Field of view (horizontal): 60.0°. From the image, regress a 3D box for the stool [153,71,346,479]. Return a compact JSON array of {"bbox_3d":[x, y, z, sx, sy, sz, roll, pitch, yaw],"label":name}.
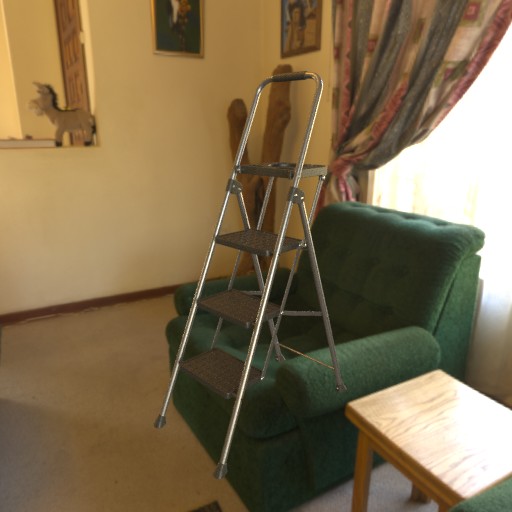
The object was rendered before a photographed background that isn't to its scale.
[{"bbox_3d":[0.000,0.000,1.628,0.733,1.277,0.396,-16,23,-43],"label":"stool"}]
